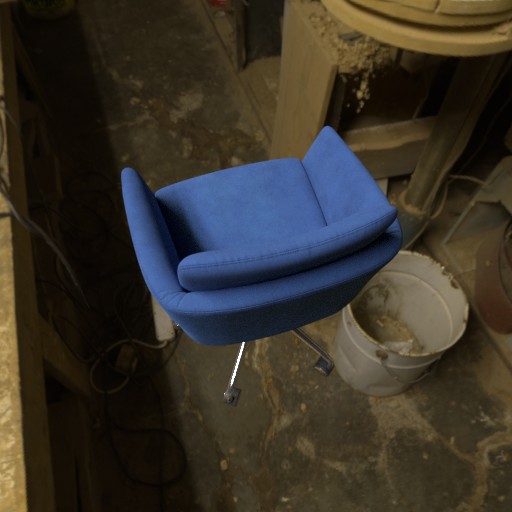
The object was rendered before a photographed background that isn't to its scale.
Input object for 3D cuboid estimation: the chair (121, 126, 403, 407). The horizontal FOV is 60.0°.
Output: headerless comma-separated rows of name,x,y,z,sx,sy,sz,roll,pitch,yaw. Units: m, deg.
chair,0.000,0.000,1.338,0.641,0.908,0.635,-15,59,-9
